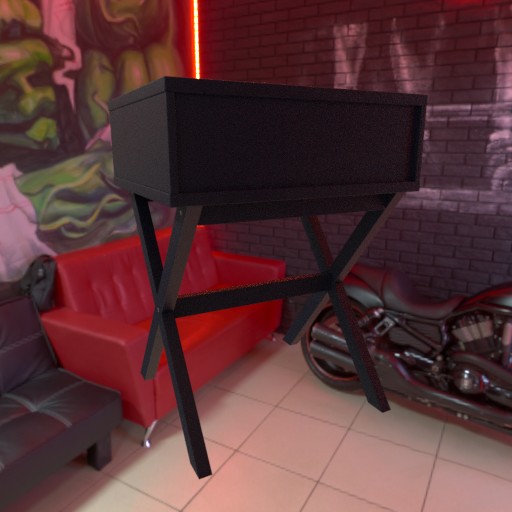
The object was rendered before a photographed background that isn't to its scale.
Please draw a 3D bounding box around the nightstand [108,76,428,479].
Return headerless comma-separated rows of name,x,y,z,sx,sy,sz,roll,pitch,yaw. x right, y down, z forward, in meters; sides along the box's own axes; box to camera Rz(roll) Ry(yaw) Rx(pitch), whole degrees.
nightstand,0.000,0.000,0.925,0.479,0.623,0.402,-7,16,-27
